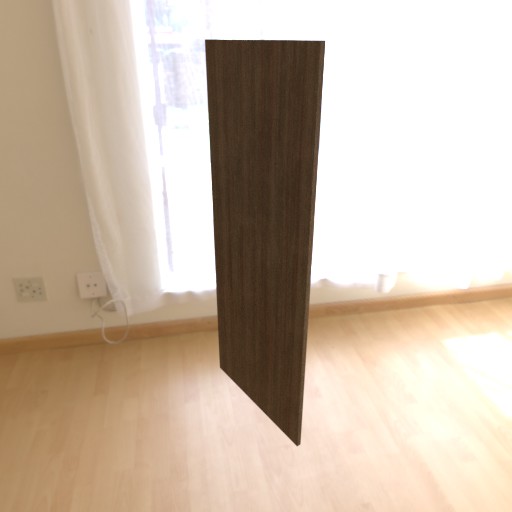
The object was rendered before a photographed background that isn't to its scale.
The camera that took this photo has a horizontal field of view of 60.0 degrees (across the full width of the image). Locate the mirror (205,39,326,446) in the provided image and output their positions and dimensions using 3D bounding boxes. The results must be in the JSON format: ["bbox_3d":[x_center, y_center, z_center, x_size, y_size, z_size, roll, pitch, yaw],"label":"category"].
[{"bbox_3d":[0.000,0.000,2.317,0.025,2.032,0.812,-18,31,-32],"label":"mirror"}]
